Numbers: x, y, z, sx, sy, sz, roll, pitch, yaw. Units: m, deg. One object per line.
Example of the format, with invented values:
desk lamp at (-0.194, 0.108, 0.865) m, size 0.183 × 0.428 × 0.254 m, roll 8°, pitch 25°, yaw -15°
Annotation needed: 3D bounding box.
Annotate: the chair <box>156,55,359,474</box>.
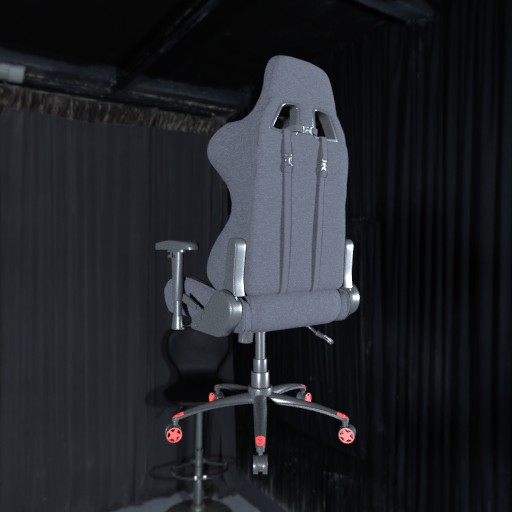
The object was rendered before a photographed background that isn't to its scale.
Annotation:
chair at (0.000, 0.000, 1.707) m, size 0.695 × 1.326 × 0.658 m, roll -1°, pitch 1°, yaw -36°
